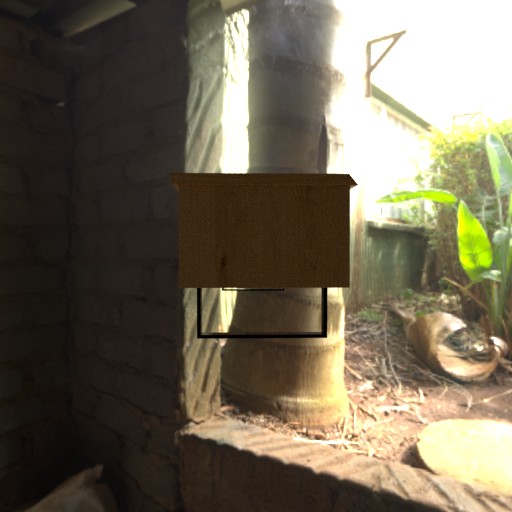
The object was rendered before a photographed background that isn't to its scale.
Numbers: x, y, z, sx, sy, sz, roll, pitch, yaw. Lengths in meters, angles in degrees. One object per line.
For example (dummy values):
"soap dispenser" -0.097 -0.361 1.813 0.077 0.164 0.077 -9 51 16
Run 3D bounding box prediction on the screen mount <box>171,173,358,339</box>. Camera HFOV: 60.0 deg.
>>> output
"screen mount" 0.000 0.000 1.913 0.450 0.430 1.700 0 1 -1
